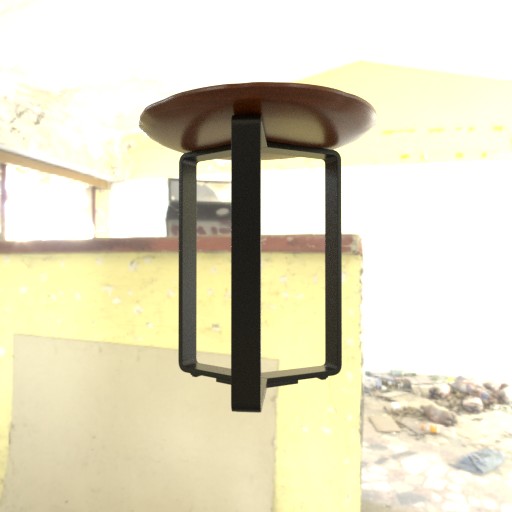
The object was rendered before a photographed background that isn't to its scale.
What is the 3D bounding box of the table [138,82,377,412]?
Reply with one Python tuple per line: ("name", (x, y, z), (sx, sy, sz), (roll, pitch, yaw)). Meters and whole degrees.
("table", (0.000, 0.000, 0.770), (0.410, 0.450, 0.380), (0, -1, 35))
